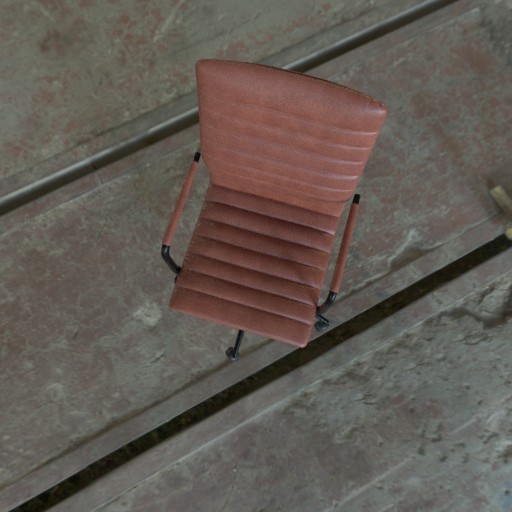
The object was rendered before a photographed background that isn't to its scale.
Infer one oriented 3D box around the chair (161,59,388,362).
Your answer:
[{"bbox_3d":[0.000,0.000,1.260,0.600,0.878,0.578,16,75,4],"label":"chair"}]
